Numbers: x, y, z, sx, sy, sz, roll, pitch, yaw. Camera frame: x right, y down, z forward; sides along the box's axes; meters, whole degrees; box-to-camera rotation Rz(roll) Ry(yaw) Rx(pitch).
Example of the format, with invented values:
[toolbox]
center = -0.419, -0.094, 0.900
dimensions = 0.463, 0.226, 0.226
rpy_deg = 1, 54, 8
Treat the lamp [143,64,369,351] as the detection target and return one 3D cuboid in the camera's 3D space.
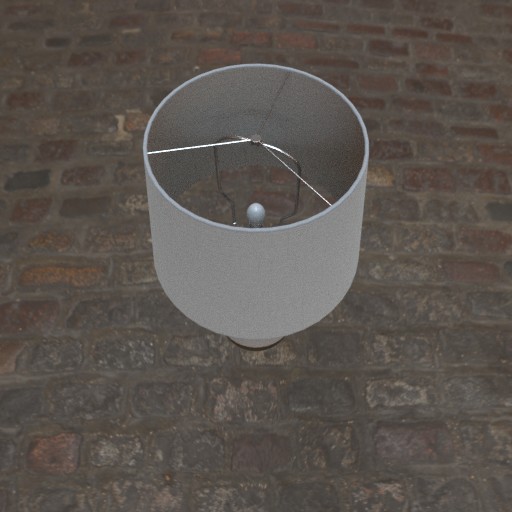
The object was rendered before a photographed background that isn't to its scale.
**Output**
[lamp]
center = 0.000, 0.000, 0.655
dimensions = 0.285, 0.483, 0.285
rpy_deg = 0, 60, 0
